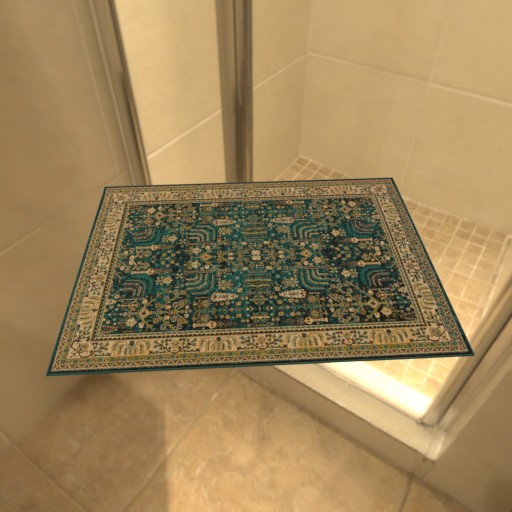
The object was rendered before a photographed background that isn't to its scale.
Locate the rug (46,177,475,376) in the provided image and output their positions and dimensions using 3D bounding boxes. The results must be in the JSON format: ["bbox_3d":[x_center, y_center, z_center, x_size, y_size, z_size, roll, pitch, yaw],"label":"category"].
[{"bbox_3d":[0.000,0.000,2.841,2.213,0.013,1.594,-2,45,-2],"label":"rug"}]
